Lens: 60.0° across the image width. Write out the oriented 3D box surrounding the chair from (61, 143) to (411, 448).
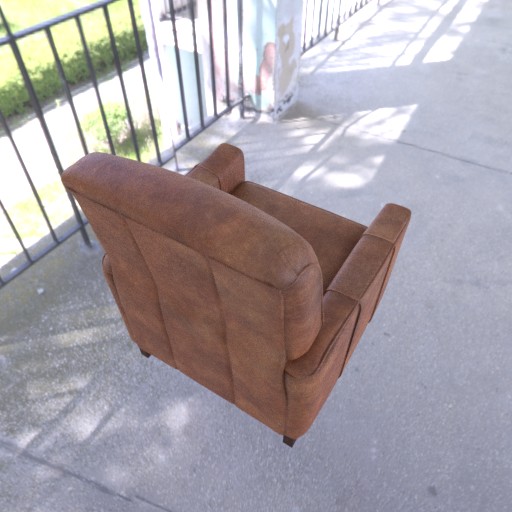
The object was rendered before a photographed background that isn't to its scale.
[{"bbox_3d":[0.000,0.000,1.579,0.843,1.043,0.836,25,51,21],"label":"chair"}]
